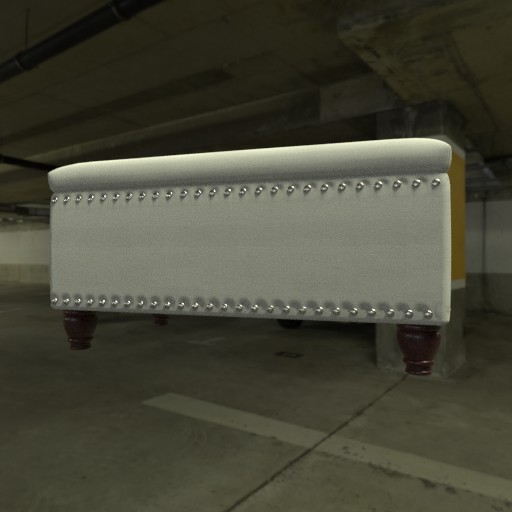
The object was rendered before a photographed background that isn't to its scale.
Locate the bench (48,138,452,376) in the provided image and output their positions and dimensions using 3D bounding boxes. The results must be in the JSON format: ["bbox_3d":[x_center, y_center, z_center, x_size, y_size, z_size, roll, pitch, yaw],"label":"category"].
[{"bbox_3d":[0.000,0.000,1.153,0.887,0.449,0.500,0,0,17],"label":"bench"}]
